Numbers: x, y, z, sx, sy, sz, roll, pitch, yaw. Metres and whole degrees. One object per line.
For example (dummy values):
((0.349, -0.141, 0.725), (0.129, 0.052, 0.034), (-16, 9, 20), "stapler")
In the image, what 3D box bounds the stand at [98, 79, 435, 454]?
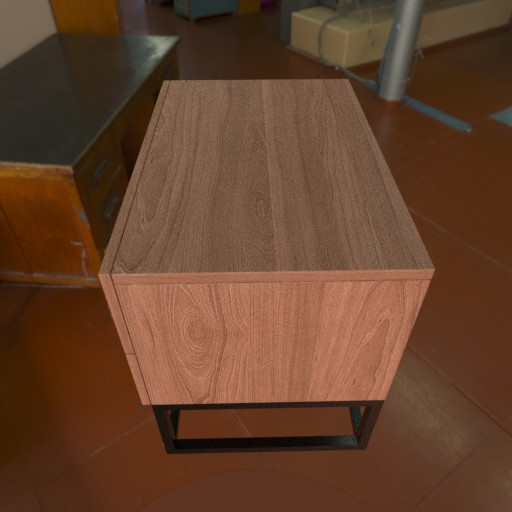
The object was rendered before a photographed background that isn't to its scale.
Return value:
((0.000, 0.000, 0.921), (0.420, 0.500, 0.600), (-1, 43, -1), "stand")
